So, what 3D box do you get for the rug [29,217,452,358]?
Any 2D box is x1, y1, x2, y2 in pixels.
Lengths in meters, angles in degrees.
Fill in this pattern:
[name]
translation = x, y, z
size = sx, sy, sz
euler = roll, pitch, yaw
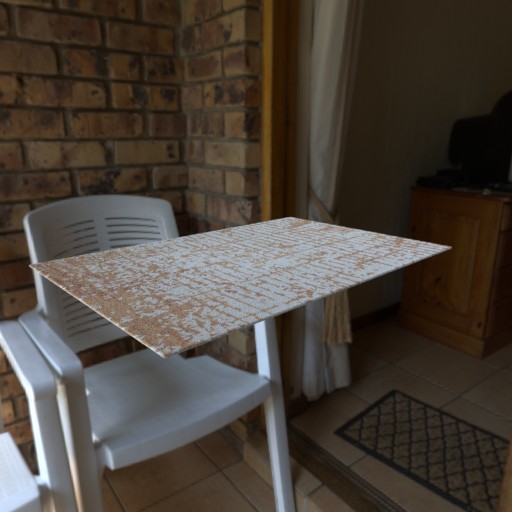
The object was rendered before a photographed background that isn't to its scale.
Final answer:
[rug]
translation = 0.000, 0.000, 2.283
size = 1.829, 0.011, 1.219
euler = -14, 21, -41
